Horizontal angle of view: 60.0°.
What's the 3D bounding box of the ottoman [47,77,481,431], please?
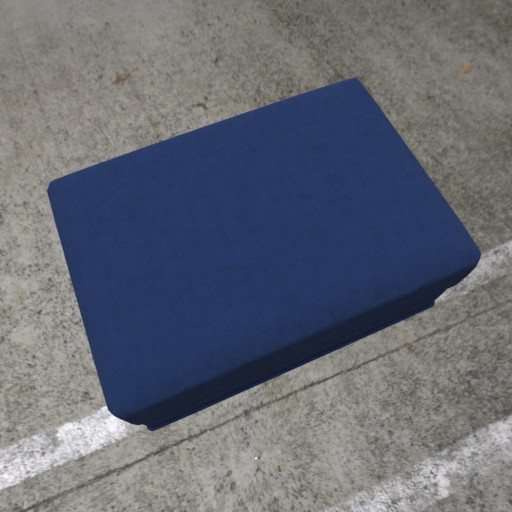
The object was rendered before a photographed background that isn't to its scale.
[{"bbox_3d":[0.000,0.000,1.167,0.835,0.498,0.587,-22,67,-9],"label":"ottoman"}]
